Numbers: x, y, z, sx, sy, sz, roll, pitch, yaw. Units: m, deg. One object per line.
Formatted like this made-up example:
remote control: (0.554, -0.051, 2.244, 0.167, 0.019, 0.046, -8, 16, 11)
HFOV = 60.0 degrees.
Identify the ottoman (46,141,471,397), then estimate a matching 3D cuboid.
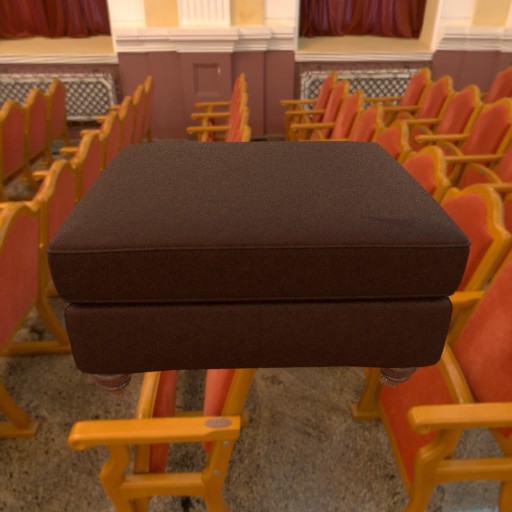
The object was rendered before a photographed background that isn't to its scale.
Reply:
ottoman: (0.000, 0.000, 1.763, 1.187, 0.730, 0.967, -1, 30, -1)
